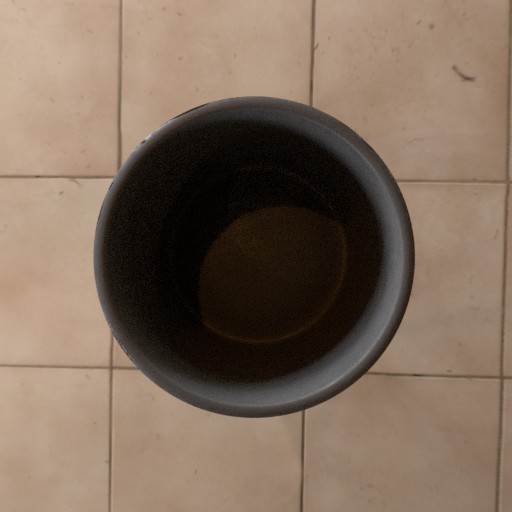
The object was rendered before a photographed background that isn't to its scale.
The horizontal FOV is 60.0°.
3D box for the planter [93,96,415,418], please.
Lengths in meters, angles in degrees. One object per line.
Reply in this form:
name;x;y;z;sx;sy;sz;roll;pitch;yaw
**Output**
planter;0.000;0.000;0.450;0.254;0.221;0.254;0;91;1
